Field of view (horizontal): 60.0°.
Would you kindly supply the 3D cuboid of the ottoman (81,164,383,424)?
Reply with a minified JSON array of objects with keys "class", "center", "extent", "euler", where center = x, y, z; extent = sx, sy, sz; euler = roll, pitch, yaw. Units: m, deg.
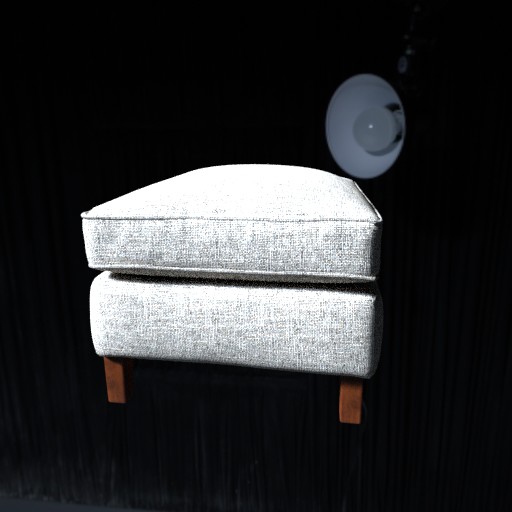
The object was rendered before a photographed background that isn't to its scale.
[{"class":"ottoman","center":[0.000,0.000,1.012],"extent":[0.508,0.406,0.686],"euler":[2,15,8]}]
